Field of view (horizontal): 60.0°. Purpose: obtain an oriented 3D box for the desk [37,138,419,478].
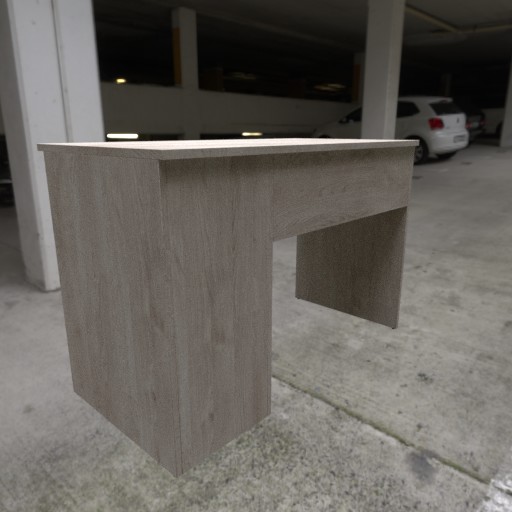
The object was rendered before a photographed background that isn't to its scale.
[{"bbox_3d":[0.000,0.000,1.471,0.560,0.735,1.097,14,21,41],"label":"desk"}]
